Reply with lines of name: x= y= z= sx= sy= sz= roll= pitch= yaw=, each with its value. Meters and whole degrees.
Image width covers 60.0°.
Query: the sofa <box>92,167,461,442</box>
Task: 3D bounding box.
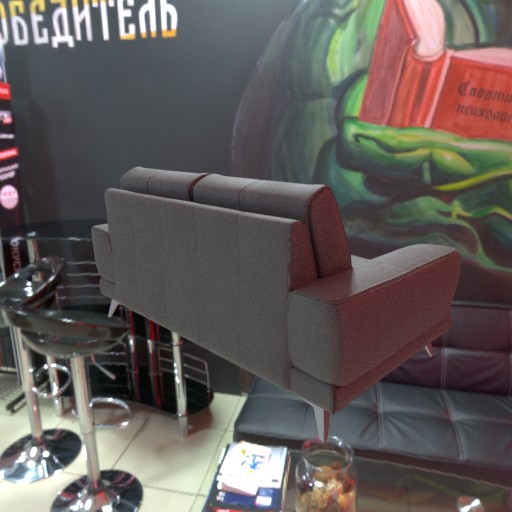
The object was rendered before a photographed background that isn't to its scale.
sofa: x=0.000 y=0.000 z=2.371 sx=1.806 sy=0.907 sz=1.018 roll=15 pitch=21 yaw=43
